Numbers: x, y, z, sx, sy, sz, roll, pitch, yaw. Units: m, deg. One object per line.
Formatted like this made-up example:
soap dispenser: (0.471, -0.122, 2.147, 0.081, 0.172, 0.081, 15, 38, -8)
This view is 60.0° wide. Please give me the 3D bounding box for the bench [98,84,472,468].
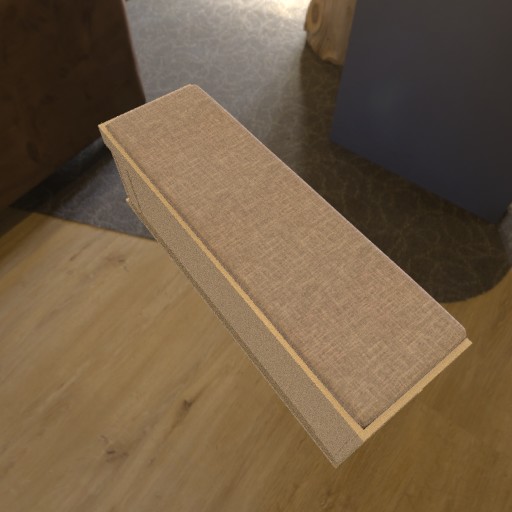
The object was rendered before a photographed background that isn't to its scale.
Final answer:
bench: (0.000, 0.000, 1.394, 0.363, 0.453, 1.196, -33, 63, -19)
